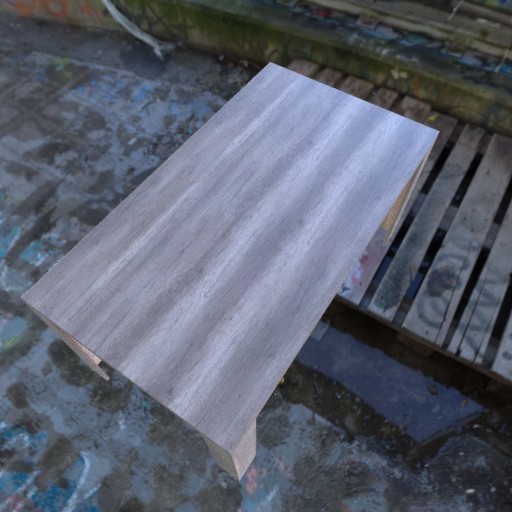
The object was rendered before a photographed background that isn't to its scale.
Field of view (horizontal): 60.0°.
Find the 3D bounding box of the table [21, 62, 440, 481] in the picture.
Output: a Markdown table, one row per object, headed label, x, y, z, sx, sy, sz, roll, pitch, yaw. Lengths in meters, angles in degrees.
| label | x | y | z | sx | sy | sz | roll | pitch | yaw |
| --- | --- | --- | --- | --- | --- | --- | --- | --- | --- |
| table | 0.000 | 0.000 | 2.088 | 0.900 | 0.775 | 1.600 | 30 | 63 | 17 |
